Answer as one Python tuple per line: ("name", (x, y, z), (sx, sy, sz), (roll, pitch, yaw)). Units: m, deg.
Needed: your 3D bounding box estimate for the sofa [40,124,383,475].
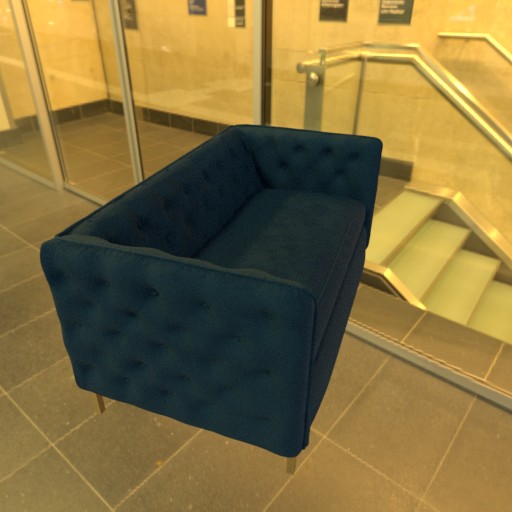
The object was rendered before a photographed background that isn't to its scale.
("sofa", (0.000, 0.000, 2.049), (0.909, 0.810, 1.583), (11, 33, 17))
